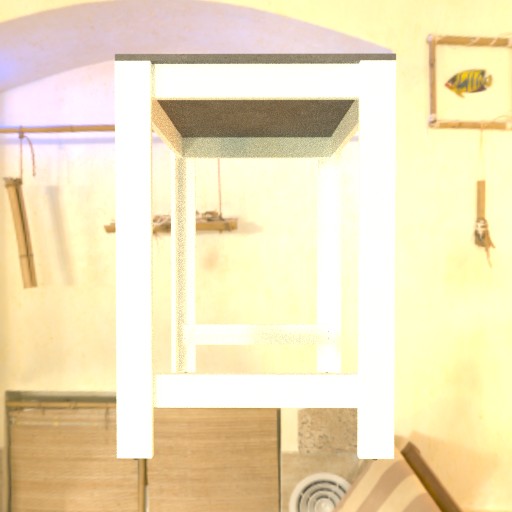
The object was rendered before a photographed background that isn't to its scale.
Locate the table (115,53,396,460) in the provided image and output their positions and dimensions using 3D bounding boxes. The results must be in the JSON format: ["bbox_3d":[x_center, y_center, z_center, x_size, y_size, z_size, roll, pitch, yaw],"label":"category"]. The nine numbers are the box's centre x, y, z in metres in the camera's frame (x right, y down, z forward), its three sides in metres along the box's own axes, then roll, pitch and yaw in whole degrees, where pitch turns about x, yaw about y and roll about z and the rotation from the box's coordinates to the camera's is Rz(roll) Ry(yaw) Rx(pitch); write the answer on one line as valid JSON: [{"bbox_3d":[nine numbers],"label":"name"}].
[{"bbox_3d":[0.000,0.000,1.510,0.700,1.020,0.800,0,1,0],"label":"table"}]
